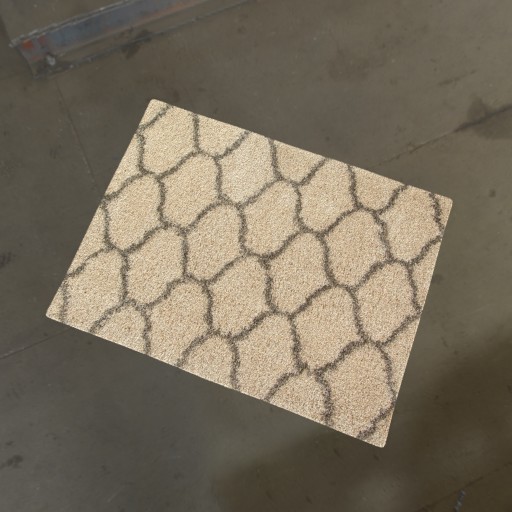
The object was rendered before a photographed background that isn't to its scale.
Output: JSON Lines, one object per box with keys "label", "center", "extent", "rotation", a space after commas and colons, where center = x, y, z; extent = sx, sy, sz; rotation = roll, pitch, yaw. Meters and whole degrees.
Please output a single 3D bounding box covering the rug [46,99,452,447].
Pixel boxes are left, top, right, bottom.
{"label": "rug", "center": [0.000, 0.000, 2.087], "extent": [1.600, 0.025, 1.200], "rotation": [20, 76, 5]}
